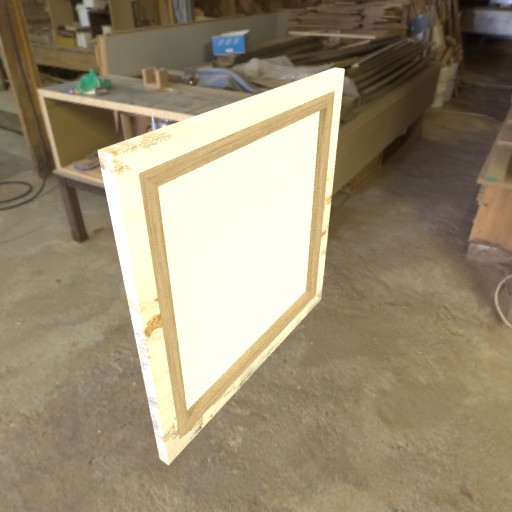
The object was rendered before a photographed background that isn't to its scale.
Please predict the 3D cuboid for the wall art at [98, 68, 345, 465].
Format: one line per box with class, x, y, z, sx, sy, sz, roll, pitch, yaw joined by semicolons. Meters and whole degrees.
wall art;0.000;0.000;1.473;0.040;1.018;1.015;21;39;29
